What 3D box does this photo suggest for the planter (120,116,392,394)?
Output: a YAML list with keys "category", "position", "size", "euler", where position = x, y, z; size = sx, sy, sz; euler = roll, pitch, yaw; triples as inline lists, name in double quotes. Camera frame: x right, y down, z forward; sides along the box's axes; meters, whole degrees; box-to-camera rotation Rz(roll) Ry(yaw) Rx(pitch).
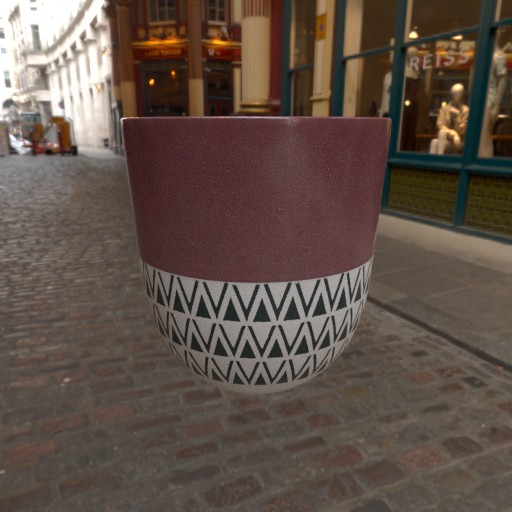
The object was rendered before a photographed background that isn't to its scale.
- category: "planter"
  position: [0.000, 0.000, 0.361]
  size: [0.195, 0.214, 0.195]
  euler: [0, 17, 0]
